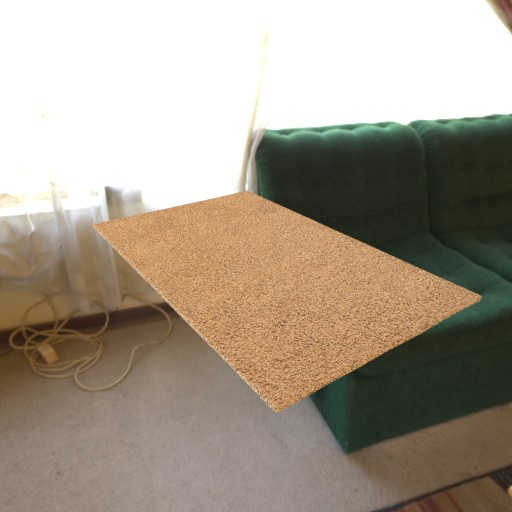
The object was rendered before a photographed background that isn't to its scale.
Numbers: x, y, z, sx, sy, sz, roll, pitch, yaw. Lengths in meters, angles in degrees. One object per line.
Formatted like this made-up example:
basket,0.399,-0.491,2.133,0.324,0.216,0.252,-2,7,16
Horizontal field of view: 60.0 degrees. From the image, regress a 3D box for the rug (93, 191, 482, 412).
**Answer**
rug,0.000,0.000,3.086,1.524,0.030,2.438,-17,31,-31
